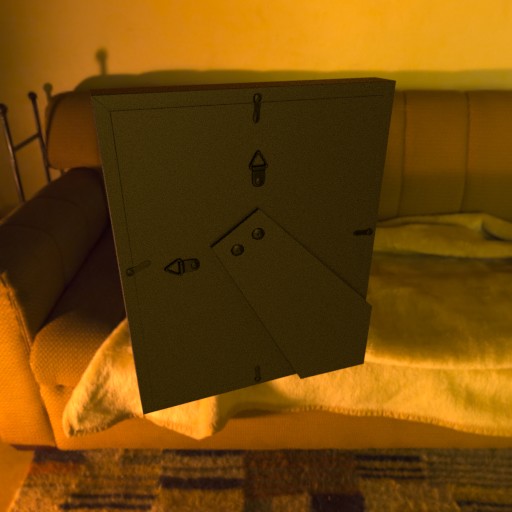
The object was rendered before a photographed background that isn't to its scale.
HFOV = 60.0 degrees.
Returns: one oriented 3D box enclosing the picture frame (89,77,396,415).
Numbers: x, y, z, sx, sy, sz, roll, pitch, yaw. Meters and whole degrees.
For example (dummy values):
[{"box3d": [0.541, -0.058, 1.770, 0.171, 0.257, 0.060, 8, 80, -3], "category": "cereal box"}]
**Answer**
[{"box3d": [0.000, 0.000, 0.393, 0.232, 0.284, 0.042, -10, 29, -18], "category": "picture frame"}]
